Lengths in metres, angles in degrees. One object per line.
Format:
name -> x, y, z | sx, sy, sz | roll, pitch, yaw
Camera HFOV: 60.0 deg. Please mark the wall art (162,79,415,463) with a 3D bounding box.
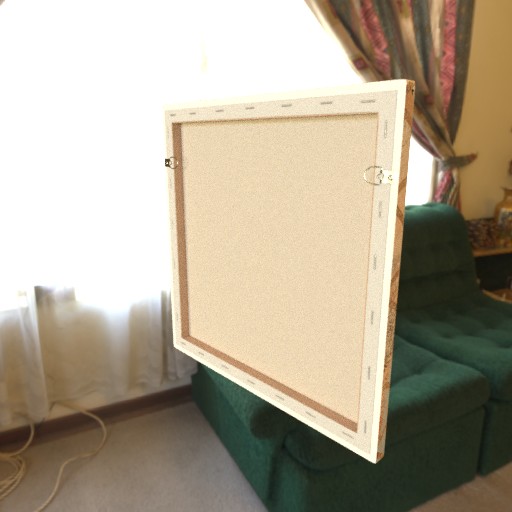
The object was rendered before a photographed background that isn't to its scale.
wall art -> 0.000, 0.000, 1.332 | 0.039, 0.914, 0.912 | -14, 20, -42
